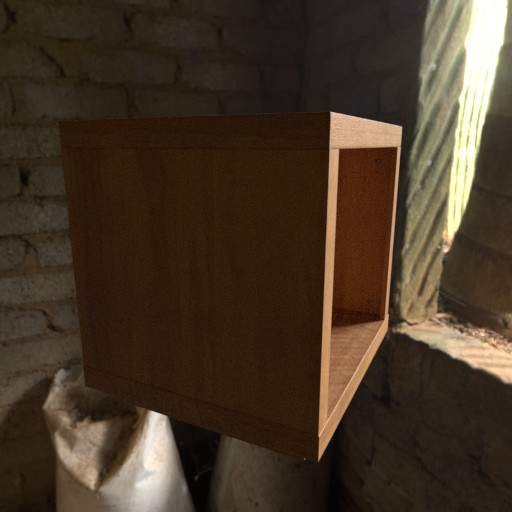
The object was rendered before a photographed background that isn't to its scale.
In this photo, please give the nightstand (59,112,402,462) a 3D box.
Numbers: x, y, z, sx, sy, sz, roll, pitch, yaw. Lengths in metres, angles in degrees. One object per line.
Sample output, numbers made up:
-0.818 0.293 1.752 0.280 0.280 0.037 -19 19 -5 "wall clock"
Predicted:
0.000 0.000 0.858 0.436 0.491 0.493 7 16 26 "nightstand"
